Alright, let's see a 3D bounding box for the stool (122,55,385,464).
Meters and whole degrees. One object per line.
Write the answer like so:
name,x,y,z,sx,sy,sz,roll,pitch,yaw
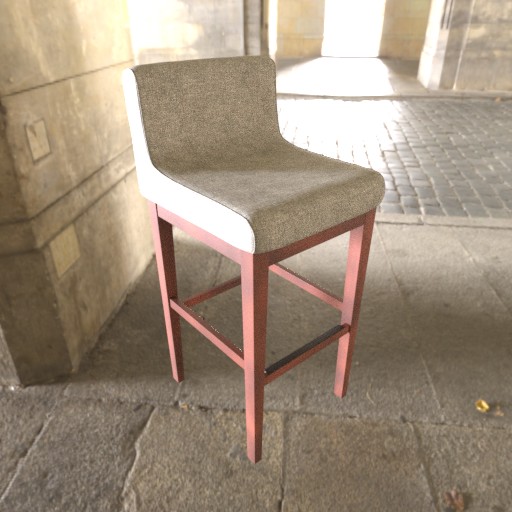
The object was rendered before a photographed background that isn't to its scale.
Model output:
stool,0.000,0.000,1.215,0.426,0.965,0.499,-22,36,-34
